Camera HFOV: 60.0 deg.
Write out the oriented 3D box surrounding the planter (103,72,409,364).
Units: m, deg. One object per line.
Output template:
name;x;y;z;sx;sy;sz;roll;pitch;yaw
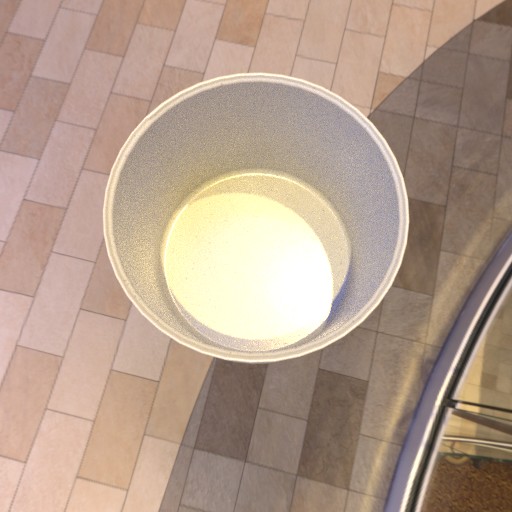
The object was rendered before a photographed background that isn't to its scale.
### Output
planter;0.000;0.000;0.273;0.130;0.178;0.130;0;76;0
